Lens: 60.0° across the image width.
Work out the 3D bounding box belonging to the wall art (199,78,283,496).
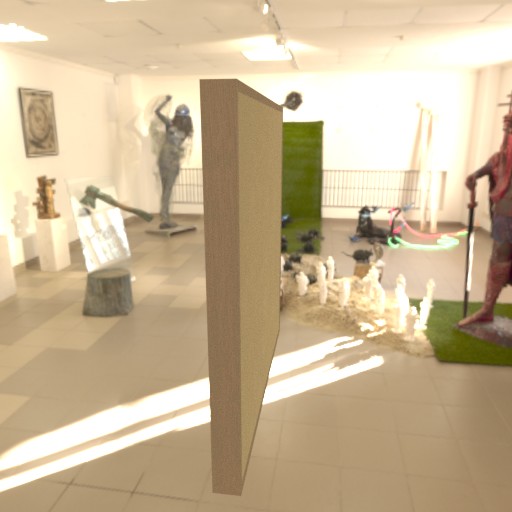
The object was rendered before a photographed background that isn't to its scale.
[{"bbox_3d":[0.000,0.000,0.753,0.038,0.506,0.508,2,16,8],"label":"wall art"}]
